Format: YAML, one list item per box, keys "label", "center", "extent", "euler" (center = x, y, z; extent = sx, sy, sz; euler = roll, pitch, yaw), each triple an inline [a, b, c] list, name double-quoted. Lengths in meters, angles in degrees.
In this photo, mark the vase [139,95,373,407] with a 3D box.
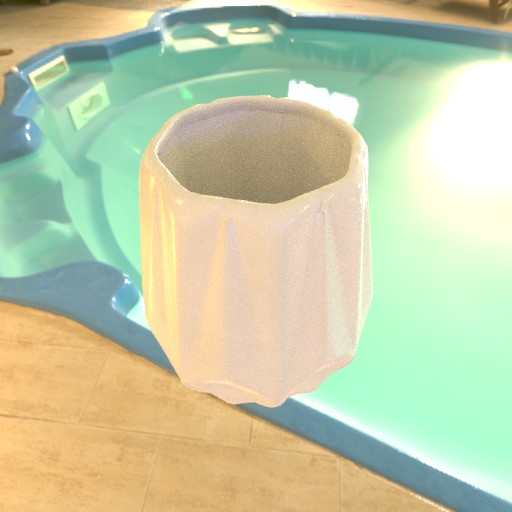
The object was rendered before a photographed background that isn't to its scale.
- label: "vase"
  center: [0.000, 0.000, 0.260]
  extent: [0.141, 0.152, 0.141]
  euler: [0, 45, 0]
